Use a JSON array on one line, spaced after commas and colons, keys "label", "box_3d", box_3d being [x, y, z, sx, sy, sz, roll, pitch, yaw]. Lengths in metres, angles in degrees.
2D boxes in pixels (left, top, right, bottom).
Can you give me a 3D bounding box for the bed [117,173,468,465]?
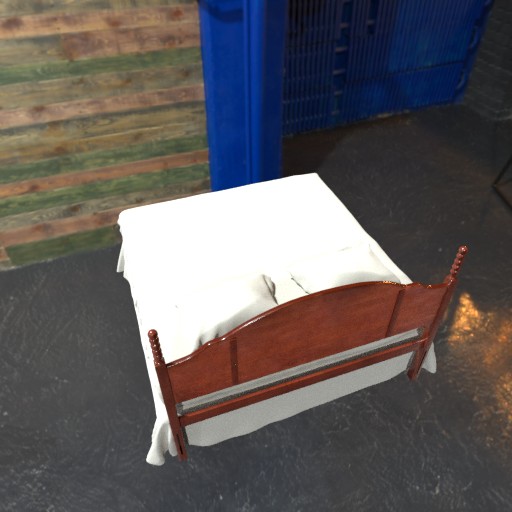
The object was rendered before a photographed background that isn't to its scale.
[{"label": "bed", "box_3d": [0.000, 0.000, 3.599, 2.322, 1.355, 2.219, -13, 43, -15]}]
